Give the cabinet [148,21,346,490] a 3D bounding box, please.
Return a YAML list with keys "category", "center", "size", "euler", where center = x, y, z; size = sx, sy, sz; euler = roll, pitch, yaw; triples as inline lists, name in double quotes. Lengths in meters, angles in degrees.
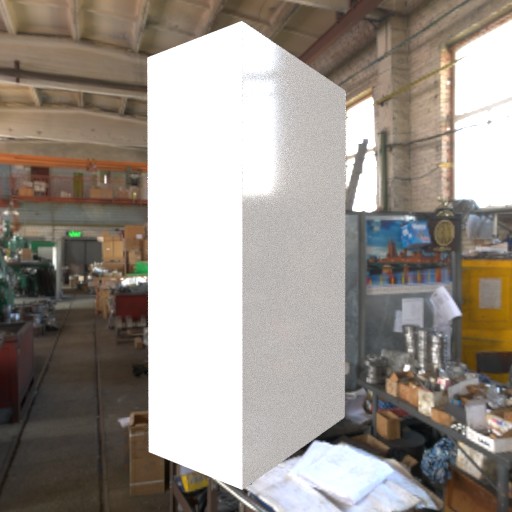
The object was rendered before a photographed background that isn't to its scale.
- category: "cabinet"
  center: [0.000, 0.000, 2.375]
  size: [0.580, 1.920, 0.980]
  euler: [1, 1, 36]
